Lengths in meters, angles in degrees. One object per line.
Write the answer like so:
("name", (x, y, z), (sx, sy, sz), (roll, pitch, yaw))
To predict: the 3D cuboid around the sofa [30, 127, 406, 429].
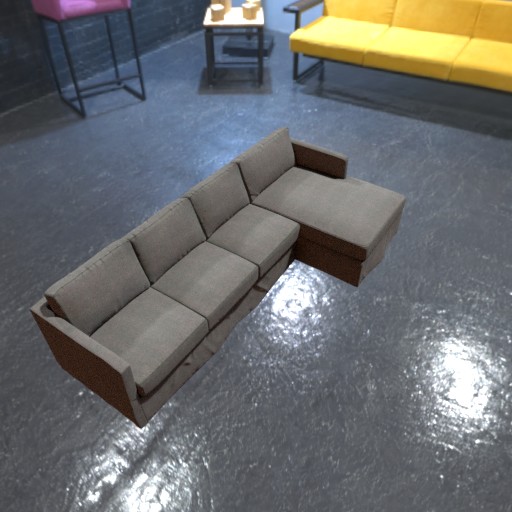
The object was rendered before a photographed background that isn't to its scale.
("sofa", (0.000, 0.000, 3.881), (1.650, 0.922, 3.205), (25, 48, 25))
